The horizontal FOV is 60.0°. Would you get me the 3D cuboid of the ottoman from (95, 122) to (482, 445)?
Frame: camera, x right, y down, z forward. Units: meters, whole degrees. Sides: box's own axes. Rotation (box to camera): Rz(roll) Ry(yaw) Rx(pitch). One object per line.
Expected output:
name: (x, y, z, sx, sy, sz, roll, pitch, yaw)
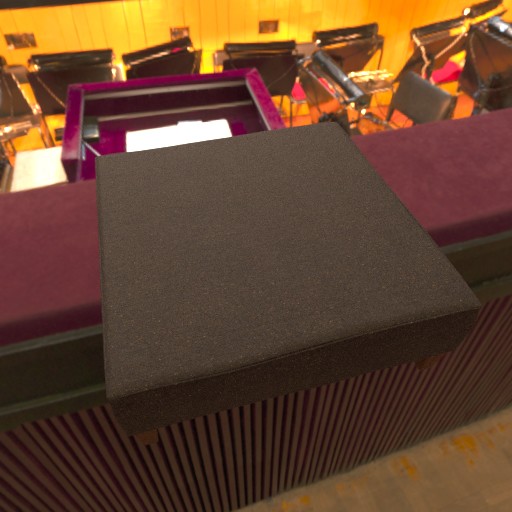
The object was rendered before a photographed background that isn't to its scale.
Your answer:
ottoman: (0.000, 0.000, 1.515, 0.968, 0.382, 1.004, -11, 47, -11)
